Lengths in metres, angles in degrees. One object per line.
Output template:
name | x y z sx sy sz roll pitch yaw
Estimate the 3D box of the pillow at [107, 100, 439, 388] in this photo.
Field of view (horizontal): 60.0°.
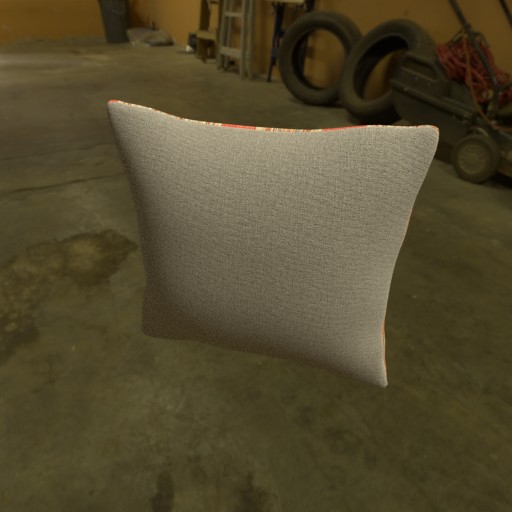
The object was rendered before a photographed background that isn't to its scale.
pillow | 0.000 0.000 0.656 0.437 0.419 0.136 9 33 15
